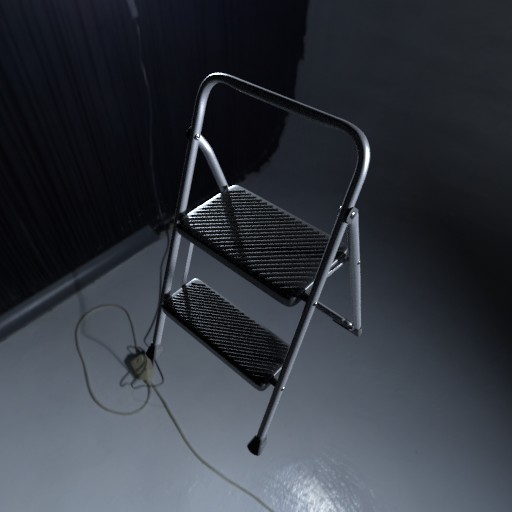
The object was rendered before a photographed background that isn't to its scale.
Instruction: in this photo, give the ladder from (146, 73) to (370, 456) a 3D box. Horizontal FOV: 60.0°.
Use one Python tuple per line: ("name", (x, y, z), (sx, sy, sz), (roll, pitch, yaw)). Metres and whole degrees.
("ladder", (0.000, 0.000, 1.020), (0.430, 0.720, 0.472), (32, 53, 28))
